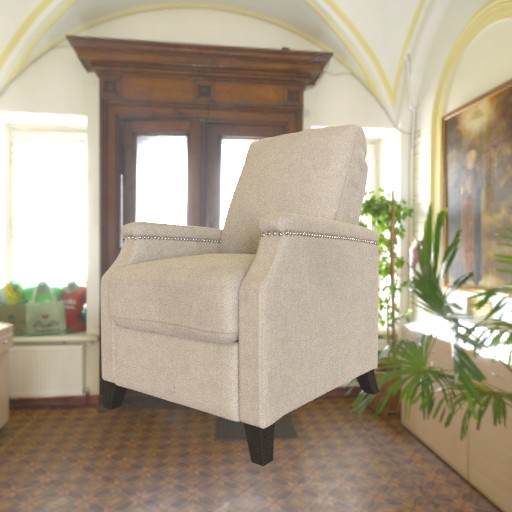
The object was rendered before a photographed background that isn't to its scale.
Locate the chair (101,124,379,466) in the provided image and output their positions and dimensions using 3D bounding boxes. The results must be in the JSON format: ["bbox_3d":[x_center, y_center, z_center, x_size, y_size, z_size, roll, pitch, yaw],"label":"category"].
[{"bbox_3d":[0.000,0.000,1.644,0.710,1.049,0.922,1,1,38],"label":"chair"}]
